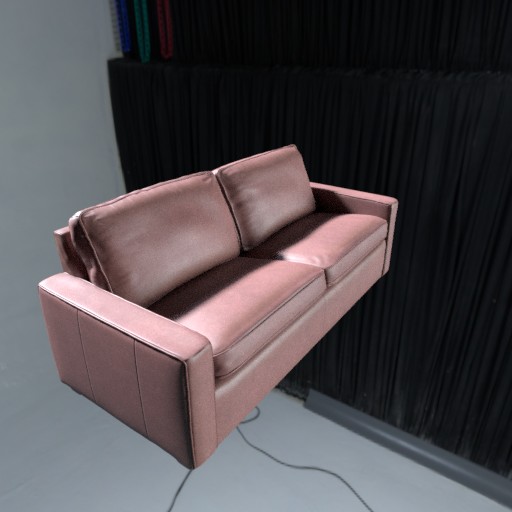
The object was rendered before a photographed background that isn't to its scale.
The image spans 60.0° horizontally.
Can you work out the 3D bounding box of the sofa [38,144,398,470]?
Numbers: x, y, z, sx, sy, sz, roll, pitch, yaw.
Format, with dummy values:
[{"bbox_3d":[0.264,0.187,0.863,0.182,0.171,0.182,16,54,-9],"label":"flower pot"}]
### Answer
[{"bbox_3d":[0.000,0.000,2.494,0.940,0.919,2.080,17,31,31],"label":"sofa"}]
